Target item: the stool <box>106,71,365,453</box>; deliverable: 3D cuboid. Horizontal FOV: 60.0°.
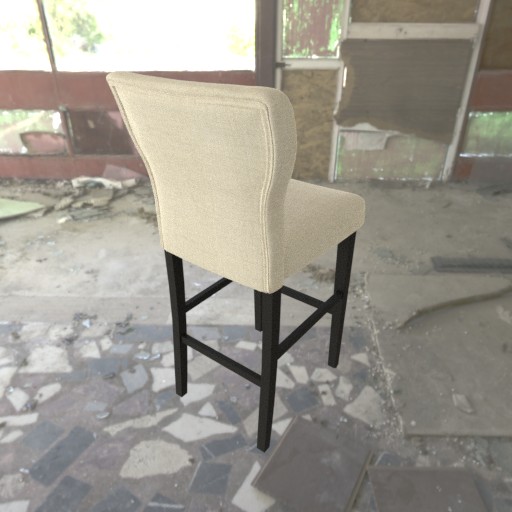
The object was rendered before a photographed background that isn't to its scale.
[{"bbox_3d":[0.000,0.000,1.413,0.516,1.124,0.603,21,36,32],"label":"stool"}]
